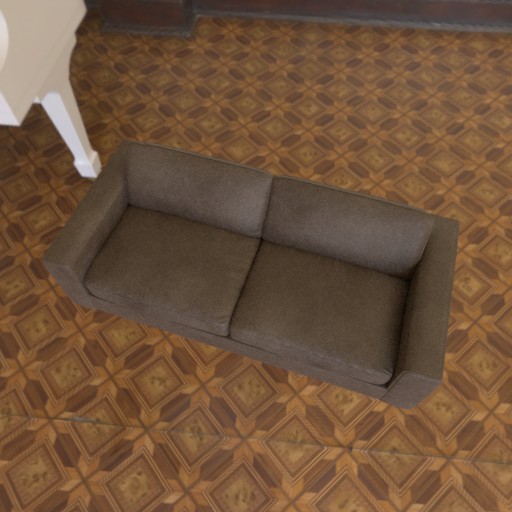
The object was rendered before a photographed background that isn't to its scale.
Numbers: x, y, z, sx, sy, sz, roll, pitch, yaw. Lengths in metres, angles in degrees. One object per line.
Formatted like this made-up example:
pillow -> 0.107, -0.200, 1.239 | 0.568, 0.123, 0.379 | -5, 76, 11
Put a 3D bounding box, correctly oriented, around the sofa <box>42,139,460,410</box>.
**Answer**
sofa -> 0.000, 0.000, 2.731 | 2.262, 0.801, 1.070 | 16, 59, 10
